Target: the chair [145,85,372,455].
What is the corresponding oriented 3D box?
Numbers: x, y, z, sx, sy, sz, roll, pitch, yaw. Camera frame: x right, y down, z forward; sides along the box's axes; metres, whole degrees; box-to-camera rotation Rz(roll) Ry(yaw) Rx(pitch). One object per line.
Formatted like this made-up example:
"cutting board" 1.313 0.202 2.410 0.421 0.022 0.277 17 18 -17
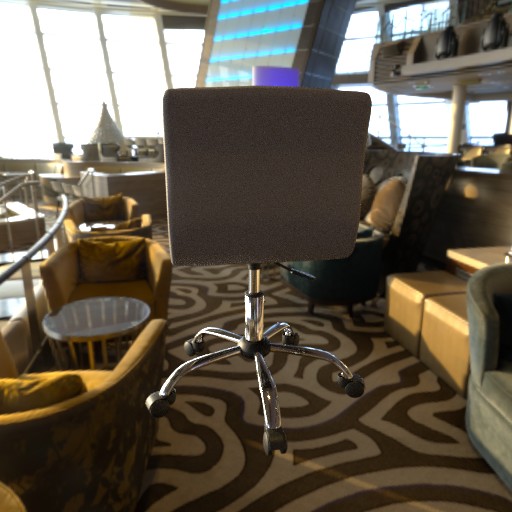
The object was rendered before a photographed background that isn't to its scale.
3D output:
"chair" 0.000 0.000 1.095 0.569 0.750 0.542 -2 15 -9
